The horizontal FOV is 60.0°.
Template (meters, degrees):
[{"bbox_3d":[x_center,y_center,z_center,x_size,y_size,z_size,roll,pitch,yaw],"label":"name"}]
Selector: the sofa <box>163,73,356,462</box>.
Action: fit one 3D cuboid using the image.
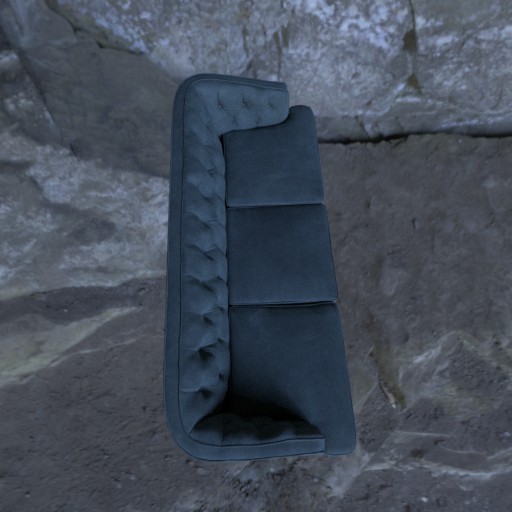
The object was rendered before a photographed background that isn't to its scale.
[{"bbox_3d":[0.000,0.000,2.713,0.941,0.855,2.278,-3,66,-1],"label":"sofa"}]
